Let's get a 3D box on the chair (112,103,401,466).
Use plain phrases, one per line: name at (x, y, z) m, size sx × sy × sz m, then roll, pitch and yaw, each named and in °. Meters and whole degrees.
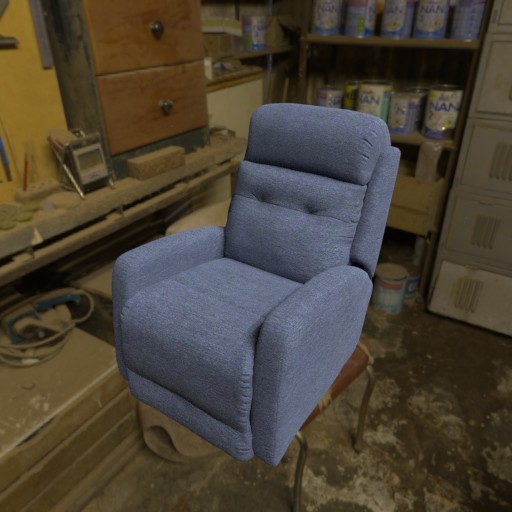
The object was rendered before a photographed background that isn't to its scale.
chair at (0.000, 0.000, 1.737) m, size 0.798 × 1.013 × 1.043 m, roll 19°, pitch 34°, yaw 30°
